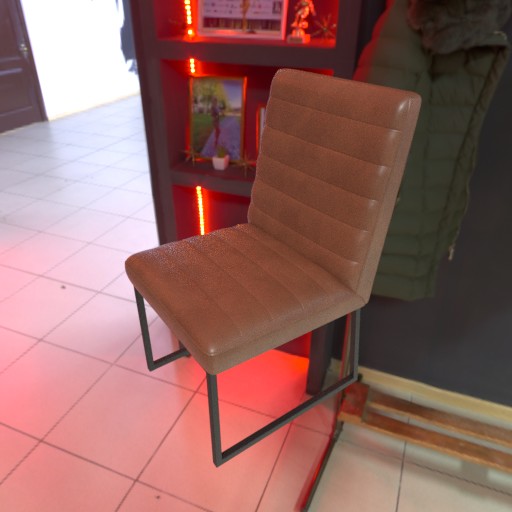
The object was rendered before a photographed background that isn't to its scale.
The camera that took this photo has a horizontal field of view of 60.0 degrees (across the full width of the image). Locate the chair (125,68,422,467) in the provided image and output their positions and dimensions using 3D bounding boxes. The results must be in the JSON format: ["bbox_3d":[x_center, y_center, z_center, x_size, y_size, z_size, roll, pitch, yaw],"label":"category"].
[{"bbox_3d":[0.000,0.000,1.294,0.634,0.930,0.520,-20,36,-30],"label":"chair"}]
